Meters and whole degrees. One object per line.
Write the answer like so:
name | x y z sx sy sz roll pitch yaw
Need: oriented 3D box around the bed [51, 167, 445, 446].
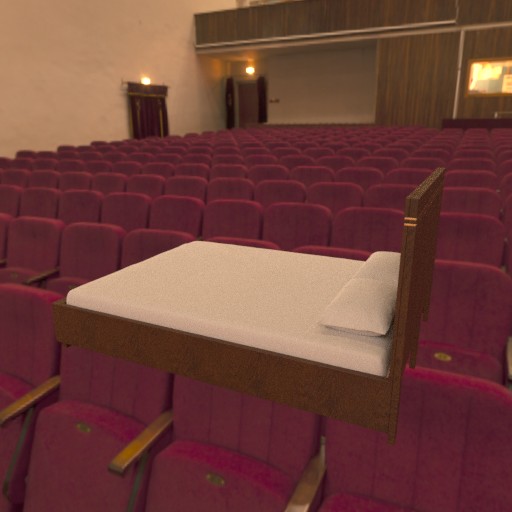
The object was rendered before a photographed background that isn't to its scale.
bed | 0.000 0.000 3.087 2.221 1.169 1.613 8 18 25
